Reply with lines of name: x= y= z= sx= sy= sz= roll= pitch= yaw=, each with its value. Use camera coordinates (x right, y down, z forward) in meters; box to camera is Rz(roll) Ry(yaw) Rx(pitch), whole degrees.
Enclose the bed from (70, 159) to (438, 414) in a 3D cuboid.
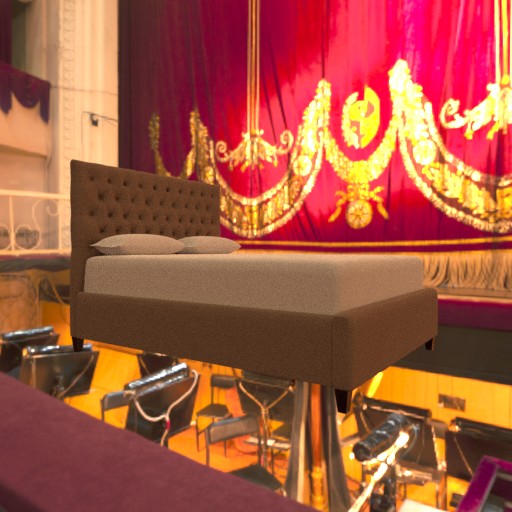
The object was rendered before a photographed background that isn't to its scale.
bed: x=0.000 y=0.000 z=3.334 sx=2.233 sy=1.426 sz=1.696 roll=1 pitch=1 yaw=35
